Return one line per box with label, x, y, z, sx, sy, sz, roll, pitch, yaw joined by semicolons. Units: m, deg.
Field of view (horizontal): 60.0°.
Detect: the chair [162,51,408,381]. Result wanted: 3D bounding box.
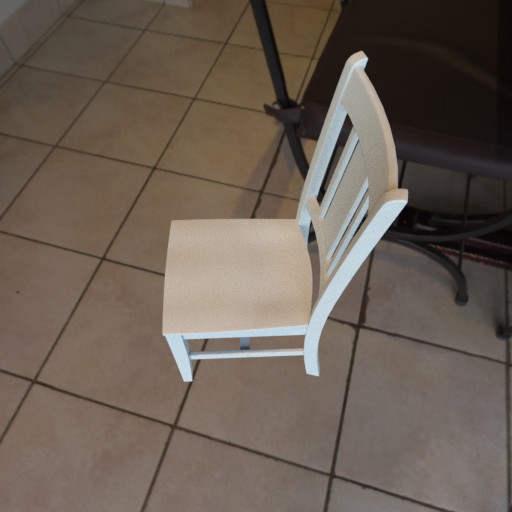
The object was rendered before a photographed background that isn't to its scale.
chair;0.000;0.000;1.301;0.555;0.998;0.450;-2;57;-1
